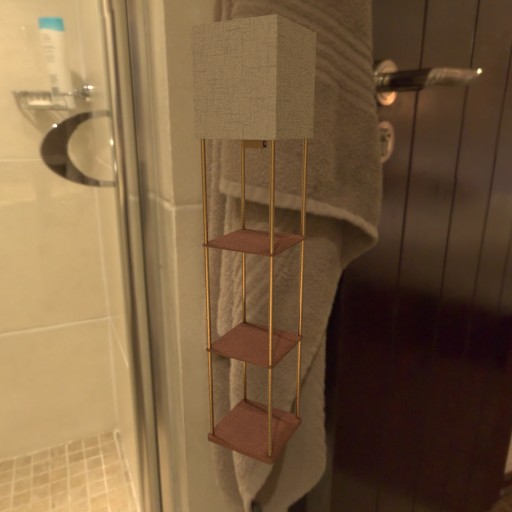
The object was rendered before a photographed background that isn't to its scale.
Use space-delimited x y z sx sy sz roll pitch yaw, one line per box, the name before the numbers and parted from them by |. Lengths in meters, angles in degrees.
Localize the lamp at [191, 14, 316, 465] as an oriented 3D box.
lamp | 0.000 0.000 1.693 0.308 1.569 0.310 9 18 27
